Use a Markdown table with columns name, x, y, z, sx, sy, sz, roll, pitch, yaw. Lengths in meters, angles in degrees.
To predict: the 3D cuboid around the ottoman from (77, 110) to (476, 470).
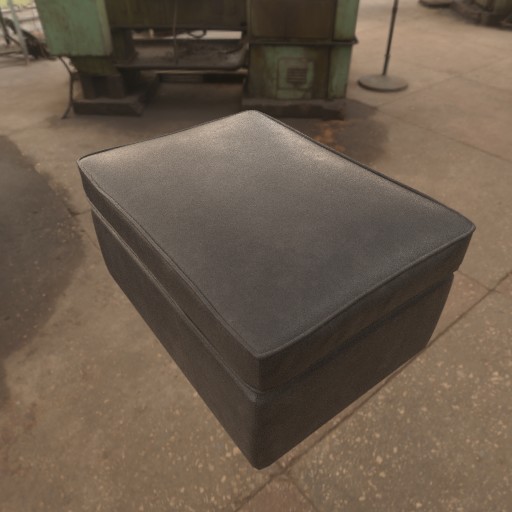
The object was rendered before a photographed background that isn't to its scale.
| name | x | y | z | sx | sy | sz | roll | pitch | yaw |
| --- | --- | --- | --- | --- | --- | --- | --- | --- | --- |
| ottoman | 0.000 | 0.000 | 1.082 | 0.554 | 0.445 | 0.756 | -25 | 46 | -27 |
